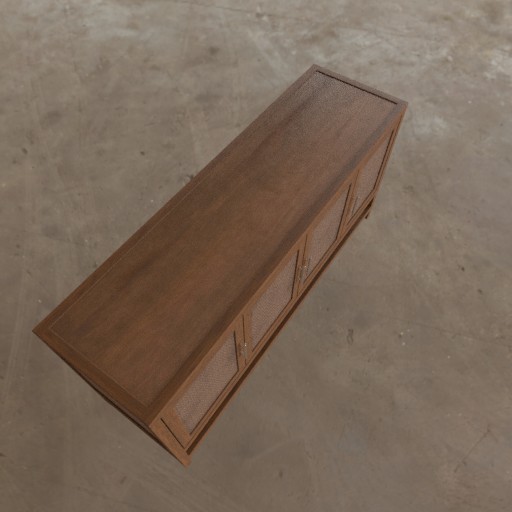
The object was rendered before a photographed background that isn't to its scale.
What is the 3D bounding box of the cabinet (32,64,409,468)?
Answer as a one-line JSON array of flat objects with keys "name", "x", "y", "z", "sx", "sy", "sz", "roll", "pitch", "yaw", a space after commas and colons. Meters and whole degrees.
[{"name": "cabinet", "x": 0.000, "y": 0.000, "z": 2.035, "sx": 0.522, "sy": 0.820, "sz": 1.708, "roll": 31, "pitch": 62, "yaw": 18}]
